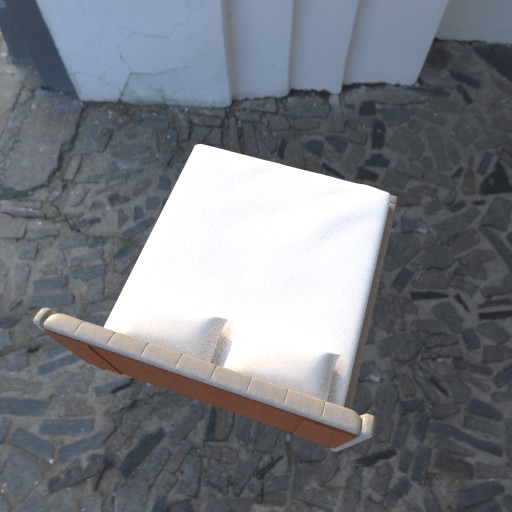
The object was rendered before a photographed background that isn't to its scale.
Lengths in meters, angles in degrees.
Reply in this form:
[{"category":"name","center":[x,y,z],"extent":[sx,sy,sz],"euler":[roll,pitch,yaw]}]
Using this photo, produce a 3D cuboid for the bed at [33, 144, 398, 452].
[{"category":"bed","center":[0.000,0.000,3.548],"extent":[2.062,1.289,2.342],"euler":[16,64,8]}]
